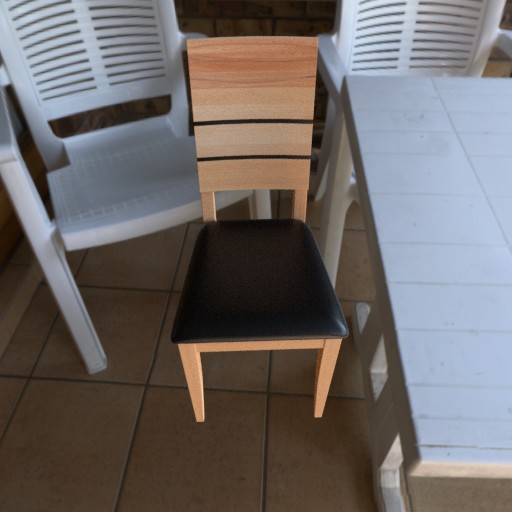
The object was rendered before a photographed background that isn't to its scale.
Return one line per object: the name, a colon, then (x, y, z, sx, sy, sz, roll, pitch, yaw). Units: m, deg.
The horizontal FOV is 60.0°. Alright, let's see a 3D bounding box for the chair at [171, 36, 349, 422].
chair: (0.000, 0.000, 1.183, 0.410, 0.940, 0.520, -2, 47, -1)
